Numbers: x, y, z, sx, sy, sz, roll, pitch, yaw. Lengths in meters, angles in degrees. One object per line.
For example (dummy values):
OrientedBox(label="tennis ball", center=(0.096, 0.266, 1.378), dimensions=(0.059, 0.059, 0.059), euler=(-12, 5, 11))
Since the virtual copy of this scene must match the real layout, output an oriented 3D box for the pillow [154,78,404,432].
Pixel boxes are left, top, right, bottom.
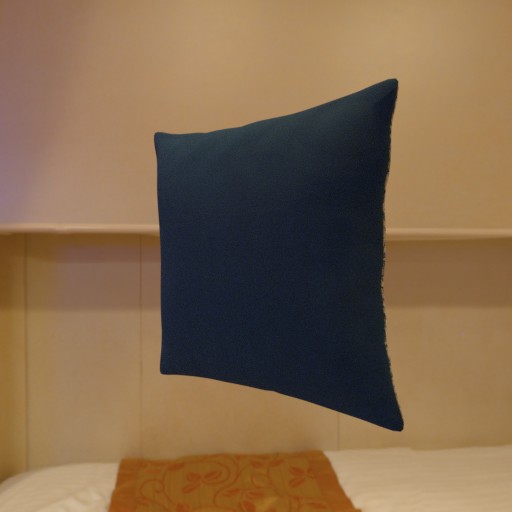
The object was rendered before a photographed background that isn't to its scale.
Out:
OrientedBox(label="pillow", center=(0.000, 0.000, 0.784), dimensions=(0.523, 0.510, 0.166), euler=(1, 2, 37))
